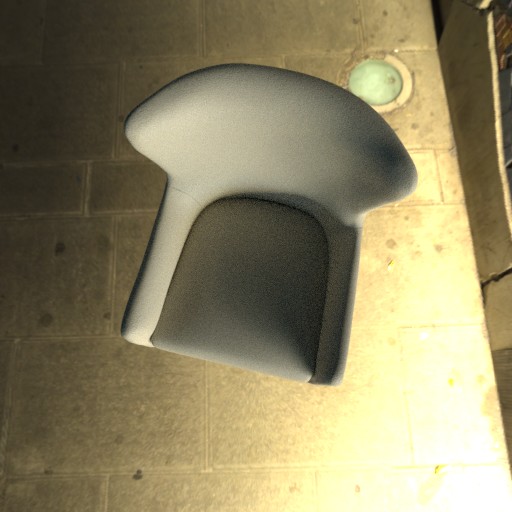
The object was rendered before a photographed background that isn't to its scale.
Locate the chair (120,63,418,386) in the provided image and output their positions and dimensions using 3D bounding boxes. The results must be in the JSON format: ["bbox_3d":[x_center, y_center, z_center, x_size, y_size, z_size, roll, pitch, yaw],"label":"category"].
[{"bbox_3d":[0.000,0.000,1.388,0.660,0.952,0.686,12,76,3],"label":"chair"}]
